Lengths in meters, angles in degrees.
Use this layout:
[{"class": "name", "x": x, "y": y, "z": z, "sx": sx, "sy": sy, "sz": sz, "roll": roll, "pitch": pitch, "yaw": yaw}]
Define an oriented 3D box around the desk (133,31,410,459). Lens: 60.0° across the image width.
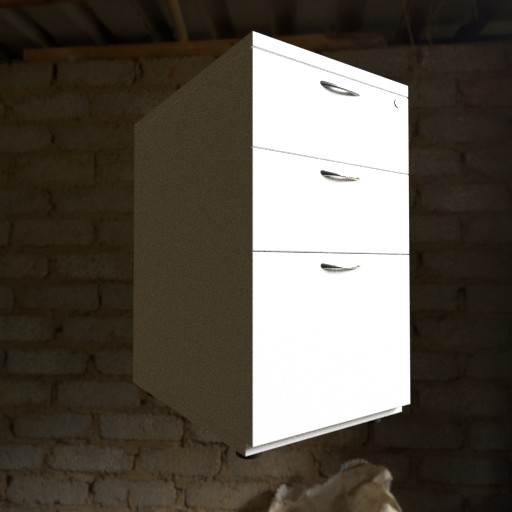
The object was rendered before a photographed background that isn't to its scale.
[{"class": "desk", "x": 0.000, "y": 0.000, "z": 1.077, "sx": 0.404, "sy": 0.730, "sz": 0.600, "roll": 1, "pitch": -1, "yaw": -34}]
